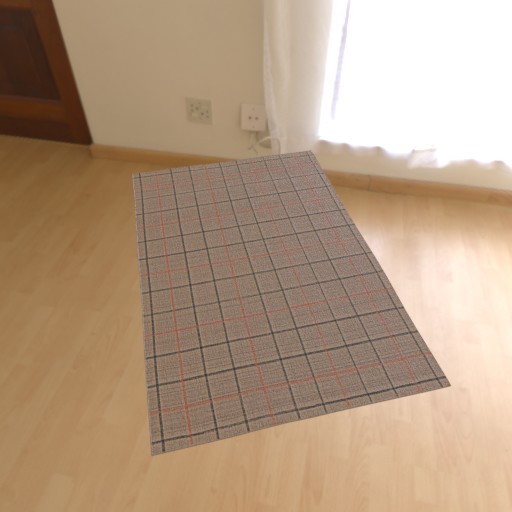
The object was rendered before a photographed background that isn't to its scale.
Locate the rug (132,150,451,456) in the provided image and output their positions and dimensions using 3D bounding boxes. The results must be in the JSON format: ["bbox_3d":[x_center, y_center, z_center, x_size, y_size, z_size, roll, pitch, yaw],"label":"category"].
[{"bbox_3d":[0.000,0.000,2.349,1.220,0.013,1.829,-10,46,-9],"label":"rug"}]
